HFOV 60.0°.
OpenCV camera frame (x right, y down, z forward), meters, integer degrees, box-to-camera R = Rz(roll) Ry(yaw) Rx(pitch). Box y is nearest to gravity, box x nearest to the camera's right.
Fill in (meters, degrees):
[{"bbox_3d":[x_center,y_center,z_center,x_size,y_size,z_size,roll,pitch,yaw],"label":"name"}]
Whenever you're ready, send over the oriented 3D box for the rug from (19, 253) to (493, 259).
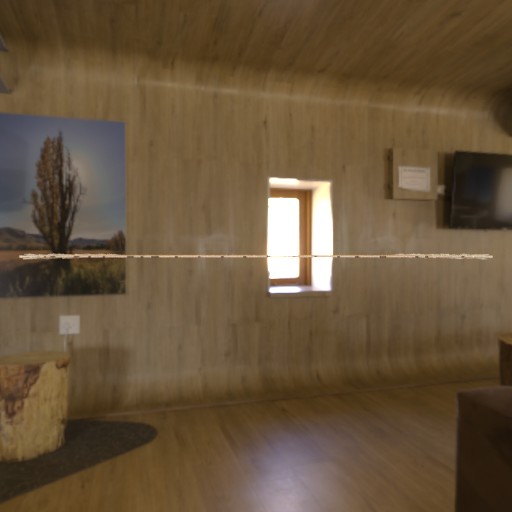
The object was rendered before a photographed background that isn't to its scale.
[{"bbox_3d":[0.000,0.000,2.476,2.023,0.028,1.224,0,0,0],"label":"rug"}]
